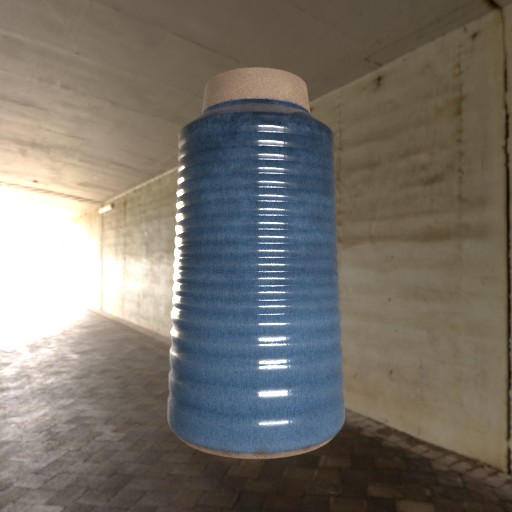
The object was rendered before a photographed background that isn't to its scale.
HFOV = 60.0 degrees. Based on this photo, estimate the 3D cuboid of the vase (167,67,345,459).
[{"bbox_3d":[0.000,0.000,0.417,0.163,0.316,0.163,0,-1,0],"label":"vase"}]
